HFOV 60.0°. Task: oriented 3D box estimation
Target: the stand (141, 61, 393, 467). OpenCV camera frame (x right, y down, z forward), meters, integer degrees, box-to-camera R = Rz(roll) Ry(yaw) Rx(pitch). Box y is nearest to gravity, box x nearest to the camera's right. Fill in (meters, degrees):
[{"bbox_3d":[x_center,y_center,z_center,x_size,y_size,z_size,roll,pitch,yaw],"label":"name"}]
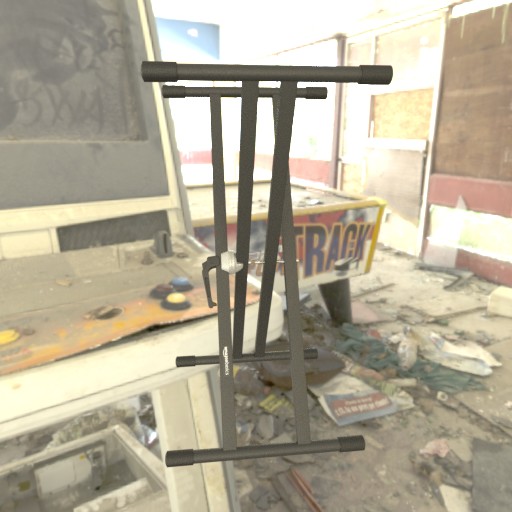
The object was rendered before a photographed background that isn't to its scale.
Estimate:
[{"bbox_3d":[0.000,0.000,1.195,0.495,0.900,0.503,-2,16,-7],"label":"stand"}]
